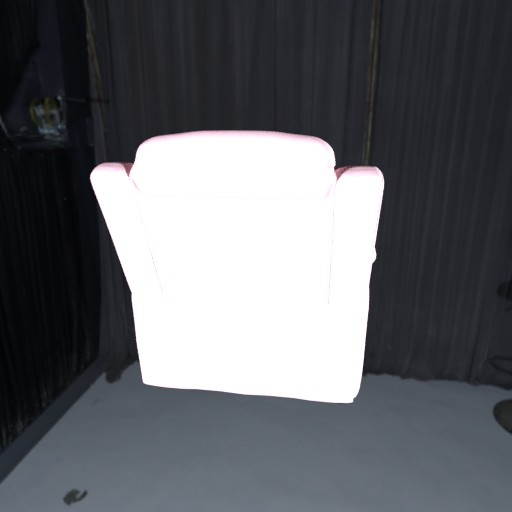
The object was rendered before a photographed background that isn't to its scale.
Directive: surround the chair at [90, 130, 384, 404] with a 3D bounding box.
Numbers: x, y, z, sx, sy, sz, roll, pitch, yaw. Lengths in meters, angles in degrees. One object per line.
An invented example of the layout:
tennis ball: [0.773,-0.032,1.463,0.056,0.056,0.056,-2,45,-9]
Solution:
chair: [0.000,0.000,1.267,0.680,0.702,0.709,3,17,8]
